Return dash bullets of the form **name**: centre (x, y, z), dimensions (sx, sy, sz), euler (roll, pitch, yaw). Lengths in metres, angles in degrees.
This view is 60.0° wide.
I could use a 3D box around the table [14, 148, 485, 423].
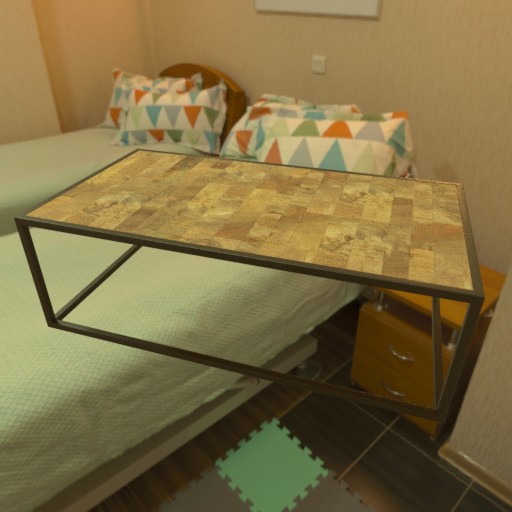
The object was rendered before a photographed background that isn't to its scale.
- **table**: centre (0.000, 0.000, 1.432), dimensions (1.199, 0.398, 0.649), euler (10, 32, 15)
